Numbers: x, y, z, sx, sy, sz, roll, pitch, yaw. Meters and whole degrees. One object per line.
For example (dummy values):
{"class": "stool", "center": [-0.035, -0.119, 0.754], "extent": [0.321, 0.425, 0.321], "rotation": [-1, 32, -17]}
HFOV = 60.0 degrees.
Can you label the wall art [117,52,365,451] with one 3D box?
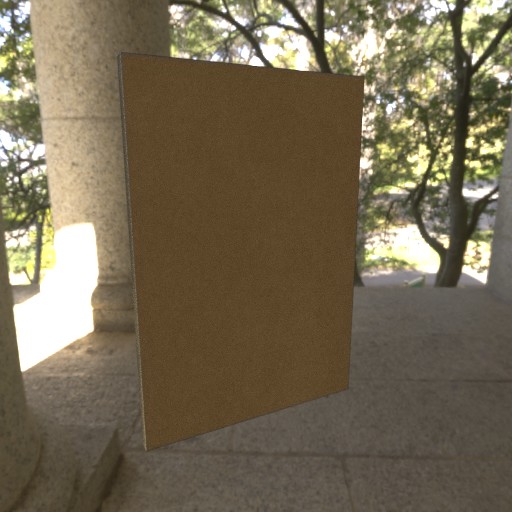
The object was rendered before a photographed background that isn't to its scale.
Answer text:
{"class": "wall art", "center": [0.000, 0.000, 0.572], "extent": [0.314, 0.455, 0.019], "rotation": [-7, 15, -27]}
